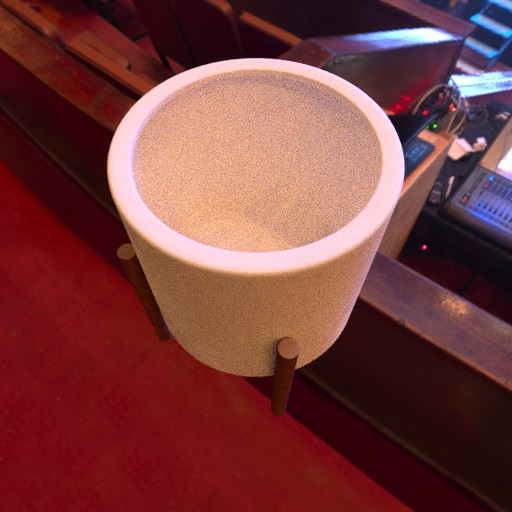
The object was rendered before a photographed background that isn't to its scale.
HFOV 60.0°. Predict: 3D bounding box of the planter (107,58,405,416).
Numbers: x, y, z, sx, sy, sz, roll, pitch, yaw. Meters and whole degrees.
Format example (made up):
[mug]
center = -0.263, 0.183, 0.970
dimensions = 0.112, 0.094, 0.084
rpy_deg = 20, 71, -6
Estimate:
[planter]
center = 0.000, 0.000, 0.875
dimensions = 0.421, 0.581, 0.420
rpy_deg = 31, 63, 18
